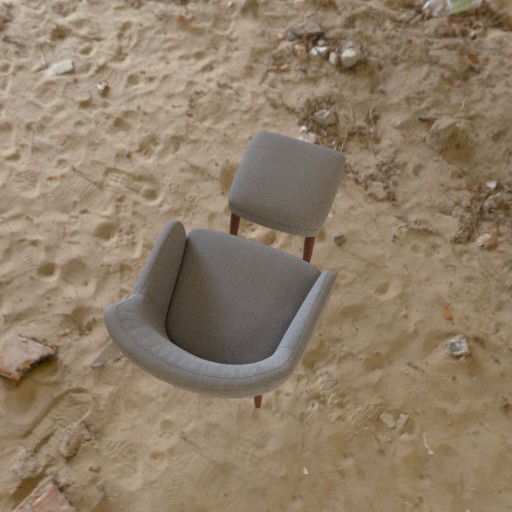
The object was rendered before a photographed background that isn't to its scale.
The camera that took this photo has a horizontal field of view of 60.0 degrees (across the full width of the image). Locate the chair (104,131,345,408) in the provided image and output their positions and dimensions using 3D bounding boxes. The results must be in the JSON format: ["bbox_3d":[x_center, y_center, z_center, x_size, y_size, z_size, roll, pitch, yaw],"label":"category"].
[{"bbox_3d":[0.000,0.000,1.590,0.584,0.799,1.107,18,65,9],"label":"chair"}]
